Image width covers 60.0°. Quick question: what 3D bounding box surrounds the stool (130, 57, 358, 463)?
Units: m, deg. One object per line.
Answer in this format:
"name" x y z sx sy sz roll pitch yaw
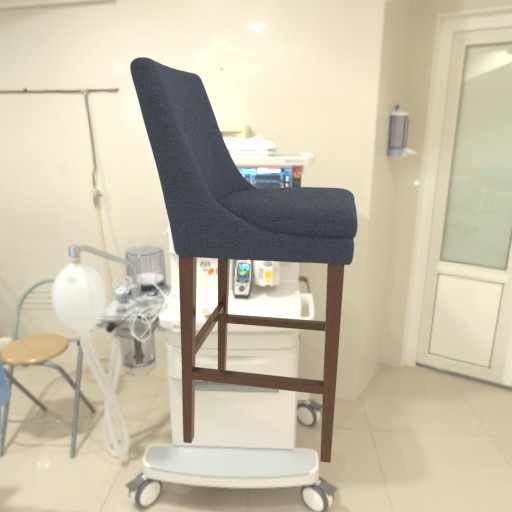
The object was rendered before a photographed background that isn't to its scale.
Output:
"stool" 0.000 0.000 1.349 0.577 1.078 0.470 3 17 10
